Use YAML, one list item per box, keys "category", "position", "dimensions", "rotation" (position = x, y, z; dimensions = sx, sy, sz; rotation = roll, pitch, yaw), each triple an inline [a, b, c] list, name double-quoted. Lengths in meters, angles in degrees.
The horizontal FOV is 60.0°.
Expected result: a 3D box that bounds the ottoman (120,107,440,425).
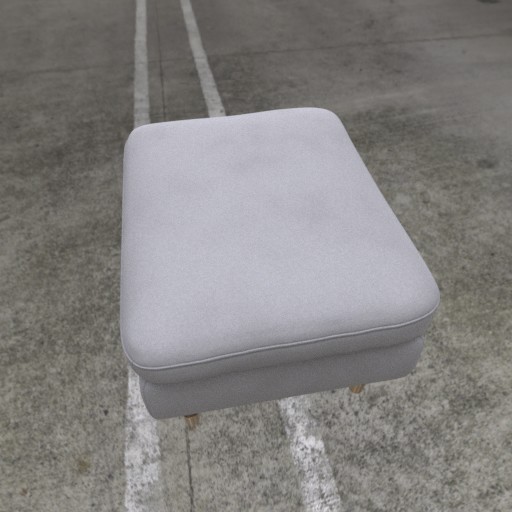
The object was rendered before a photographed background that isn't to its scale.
- category: "ottoman"
  position: [0.000, 0.000, 1.117]
  dimensions: [0.593, 0.478, 0.747]
  rotation: [-8, 48, -7]
